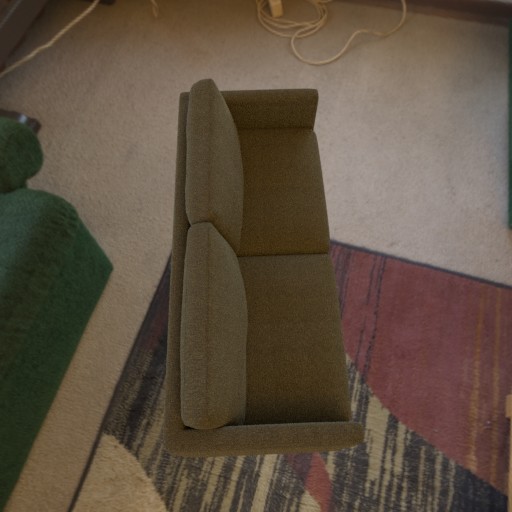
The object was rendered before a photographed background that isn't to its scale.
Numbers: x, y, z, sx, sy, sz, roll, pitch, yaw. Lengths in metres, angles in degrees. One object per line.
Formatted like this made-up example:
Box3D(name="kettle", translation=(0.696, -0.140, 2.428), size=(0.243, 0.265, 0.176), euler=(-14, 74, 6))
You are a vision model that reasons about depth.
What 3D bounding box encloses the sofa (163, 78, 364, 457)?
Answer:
Box3D(name="sofa", translation=(0.000, 0.000, 2.713), size=(0.948, 0.965, 2.208), euler=(-2, 64, -1))
